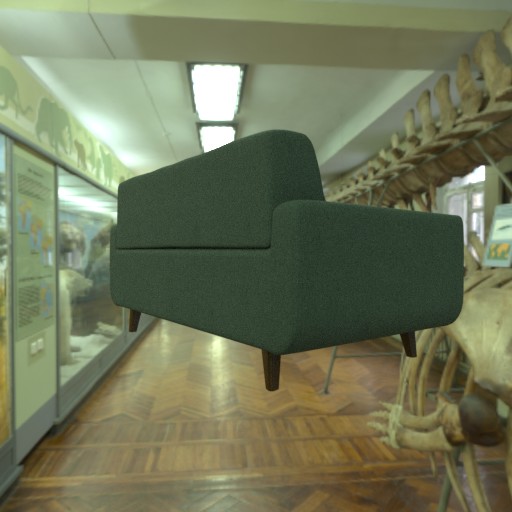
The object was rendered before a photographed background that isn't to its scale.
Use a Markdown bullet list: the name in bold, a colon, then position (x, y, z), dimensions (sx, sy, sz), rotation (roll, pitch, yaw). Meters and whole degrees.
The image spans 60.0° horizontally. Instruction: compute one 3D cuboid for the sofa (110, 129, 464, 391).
- **sofa**: position (0.000, 0.000, 2.154), dimensions (0.909, 0.841, 1.631), rotation (-1, 1, -36)
